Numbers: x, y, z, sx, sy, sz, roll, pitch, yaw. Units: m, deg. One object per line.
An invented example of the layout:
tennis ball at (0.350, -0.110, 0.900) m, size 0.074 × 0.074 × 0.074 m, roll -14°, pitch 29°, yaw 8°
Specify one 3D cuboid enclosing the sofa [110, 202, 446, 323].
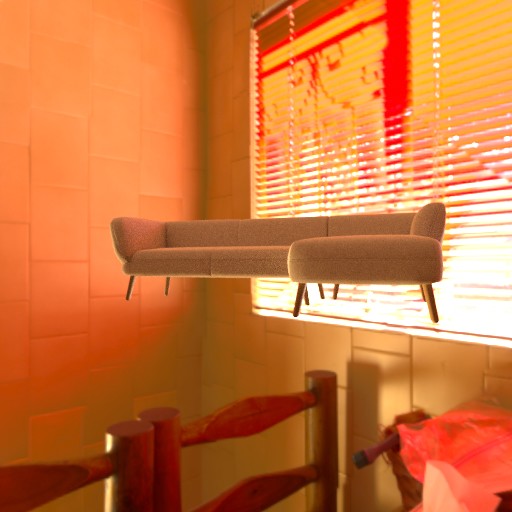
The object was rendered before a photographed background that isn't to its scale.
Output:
sofa at (0.000, 0.000, 3.328) m, size 2.660 × 0.730 × 1.610 m, roll 0°, pitch -1°, yaw 19°
